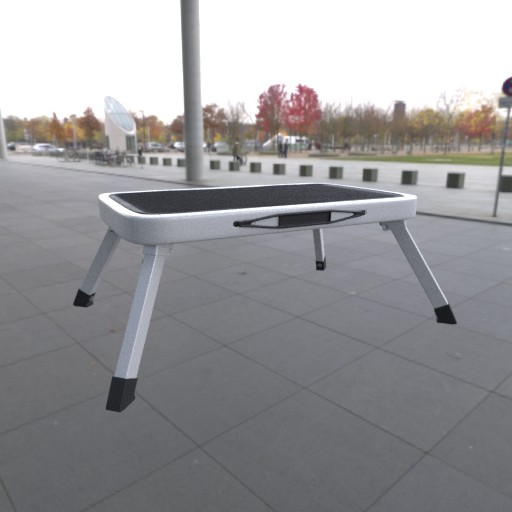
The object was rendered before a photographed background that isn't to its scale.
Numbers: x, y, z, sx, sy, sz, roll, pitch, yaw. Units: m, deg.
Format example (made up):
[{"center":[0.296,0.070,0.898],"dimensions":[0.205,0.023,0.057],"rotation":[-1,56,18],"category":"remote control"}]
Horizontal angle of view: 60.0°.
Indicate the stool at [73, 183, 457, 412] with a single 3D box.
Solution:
[{"center":[0.000,0.000,0.612],"dimensions":[0.460,0.170,0.320],"rotation":[-7,16,-26],"category":"stool"}]
